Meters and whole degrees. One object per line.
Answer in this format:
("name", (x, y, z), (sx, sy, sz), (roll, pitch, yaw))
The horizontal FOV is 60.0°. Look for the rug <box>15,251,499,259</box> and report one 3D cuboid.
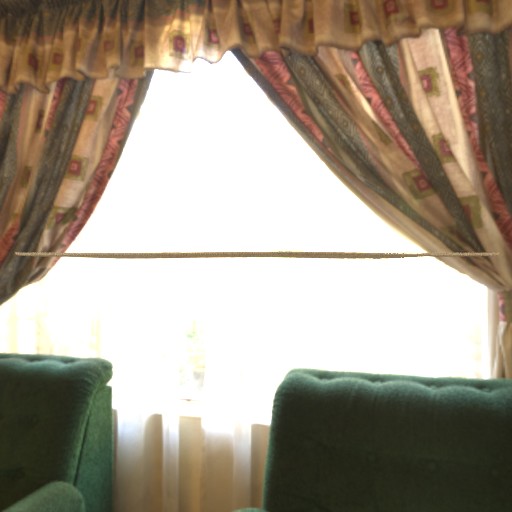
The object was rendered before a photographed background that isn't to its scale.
("rug", (0.000, 0.000, 2.874), (2.264, 0.030, 1.624), (0, -1, -1))
